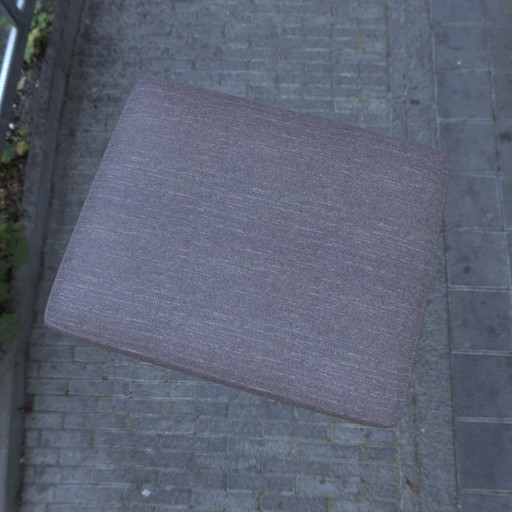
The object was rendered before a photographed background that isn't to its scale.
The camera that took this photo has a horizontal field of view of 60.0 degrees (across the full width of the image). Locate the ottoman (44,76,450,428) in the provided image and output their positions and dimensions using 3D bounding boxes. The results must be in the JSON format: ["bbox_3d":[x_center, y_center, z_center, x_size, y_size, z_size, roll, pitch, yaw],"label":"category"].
[{"bbox_3d":[0.000,0.000,1.190,0.820,0.490,0.671,15,76,4],"label":"ottoman"}]
